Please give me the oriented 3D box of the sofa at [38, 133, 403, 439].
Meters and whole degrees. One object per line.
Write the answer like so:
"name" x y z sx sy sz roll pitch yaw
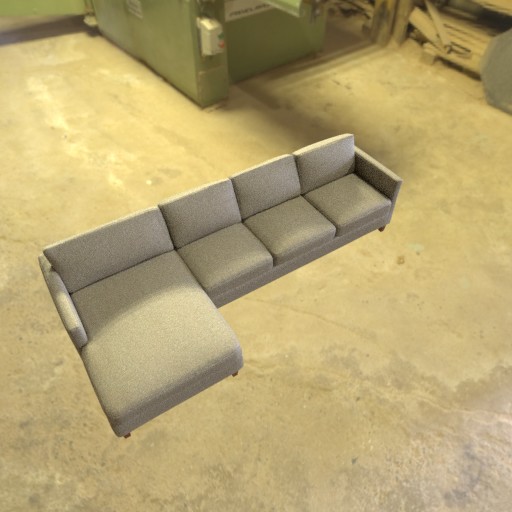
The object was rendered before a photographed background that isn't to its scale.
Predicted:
"sofa" 0.000 0.000 3.820 3.201 0.876 1.502 -25 51 -22
